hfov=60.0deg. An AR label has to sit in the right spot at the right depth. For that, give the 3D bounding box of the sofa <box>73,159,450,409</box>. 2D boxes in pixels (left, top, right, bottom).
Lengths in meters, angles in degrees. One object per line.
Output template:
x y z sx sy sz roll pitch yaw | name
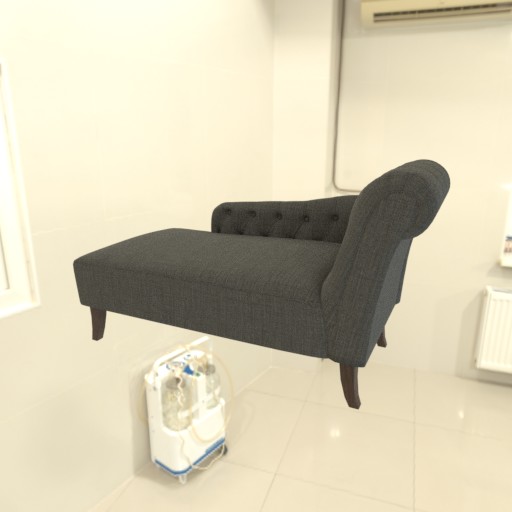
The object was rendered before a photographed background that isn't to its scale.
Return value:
0.000 0.000 1.821 1.379 0.787 0.675 8 18 25 | sofa
